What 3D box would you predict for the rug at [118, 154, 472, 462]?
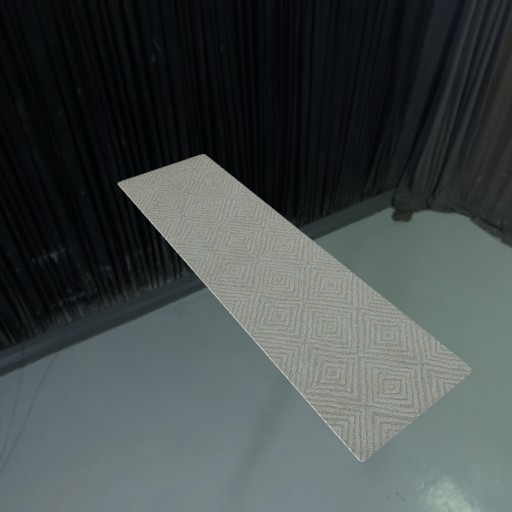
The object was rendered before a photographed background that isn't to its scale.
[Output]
[{"bbox_3d":[0.000,0.000,2.449,0.676,0.008,2.277,-26,48,-25],"label":"rug"}]
